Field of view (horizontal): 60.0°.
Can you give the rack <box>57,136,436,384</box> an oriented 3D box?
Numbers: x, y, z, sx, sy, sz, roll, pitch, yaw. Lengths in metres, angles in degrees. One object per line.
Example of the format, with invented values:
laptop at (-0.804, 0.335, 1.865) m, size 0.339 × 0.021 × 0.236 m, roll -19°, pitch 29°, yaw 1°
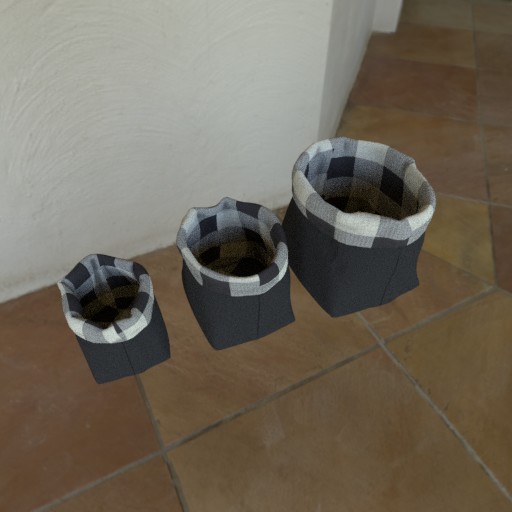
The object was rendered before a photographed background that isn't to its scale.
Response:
rack at (0.000, 0.000, 1.073) m, size 0.889 × 0.329 × 0.370 m, roll -18°, pitch 48°, yaw -16°
